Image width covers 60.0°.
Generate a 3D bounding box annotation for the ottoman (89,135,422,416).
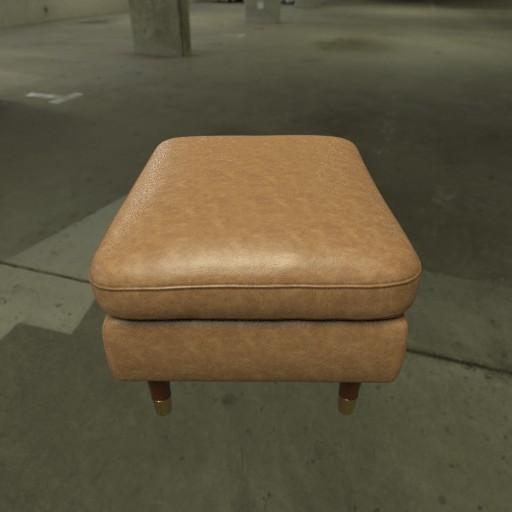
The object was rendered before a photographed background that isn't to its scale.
[{"bbox_3d":[0.000,0.000,1.124,0.593,0.478,0.747,0,33,0],"label":"ottoman"}]
